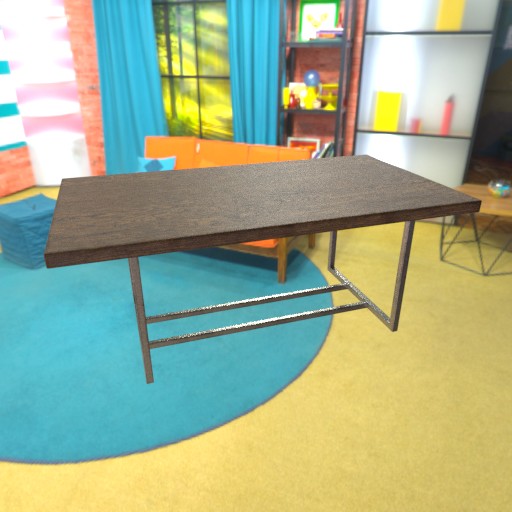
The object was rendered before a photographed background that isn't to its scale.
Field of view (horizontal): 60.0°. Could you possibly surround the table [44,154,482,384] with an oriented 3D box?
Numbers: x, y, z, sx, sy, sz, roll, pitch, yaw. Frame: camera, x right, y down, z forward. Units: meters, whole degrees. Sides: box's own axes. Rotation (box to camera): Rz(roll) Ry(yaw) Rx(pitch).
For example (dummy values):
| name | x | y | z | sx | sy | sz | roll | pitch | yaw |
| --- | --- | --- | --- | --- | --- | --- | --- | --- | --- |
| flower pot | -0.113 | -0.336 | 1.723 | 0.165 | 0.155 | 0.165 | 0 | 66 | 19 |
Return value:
| name | x | y | z | sx | sy | sz | roll | pitch | yaw |
| --- | --- | --- | --- | --- | --- | --- | --- | --- | --- |
| table | 0.000 | 0.000 | 2.528 | 1.989 | 0.795 | 1.078 | -8 | 27 | -16 |
